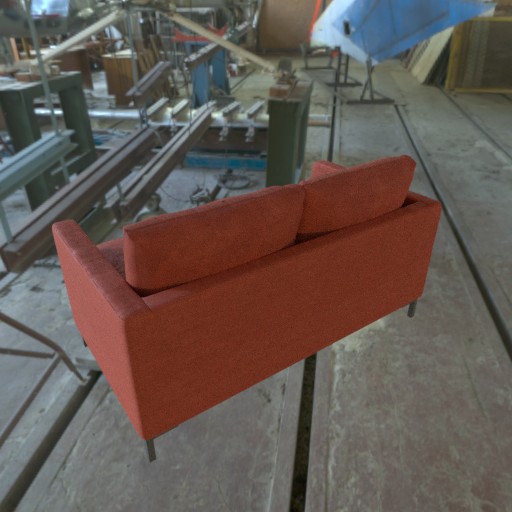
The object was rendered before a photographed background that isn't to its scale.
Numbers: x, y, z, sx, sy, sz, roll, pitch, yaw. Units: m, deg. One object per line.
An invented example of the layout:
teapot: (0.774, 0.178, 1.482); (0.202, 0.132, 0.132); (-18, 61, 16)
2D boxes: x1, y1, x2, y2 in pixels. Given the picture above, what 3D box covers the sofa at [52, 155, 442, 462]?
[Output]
sofa: (0.000, 0.000, 2.088); (1.574, 0.896, 0.864); (-20, 36, -30)
